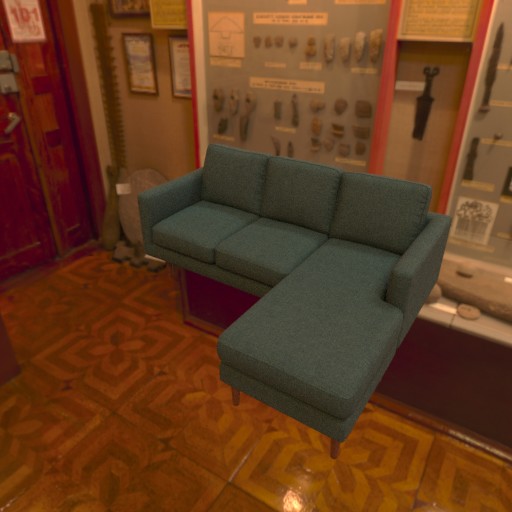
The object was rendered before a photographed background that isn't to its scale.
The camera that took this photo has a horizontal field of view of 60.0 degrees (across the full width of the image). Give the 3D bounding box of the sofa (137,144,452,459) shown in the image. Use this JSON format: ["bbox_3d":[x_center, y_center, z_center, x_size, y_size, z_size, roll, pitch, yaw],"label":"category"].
[{"bbox_3d":[0.000,0.000,2.944,2.055,0.957,1.667,18,34,29],"label":"sofa"}]
